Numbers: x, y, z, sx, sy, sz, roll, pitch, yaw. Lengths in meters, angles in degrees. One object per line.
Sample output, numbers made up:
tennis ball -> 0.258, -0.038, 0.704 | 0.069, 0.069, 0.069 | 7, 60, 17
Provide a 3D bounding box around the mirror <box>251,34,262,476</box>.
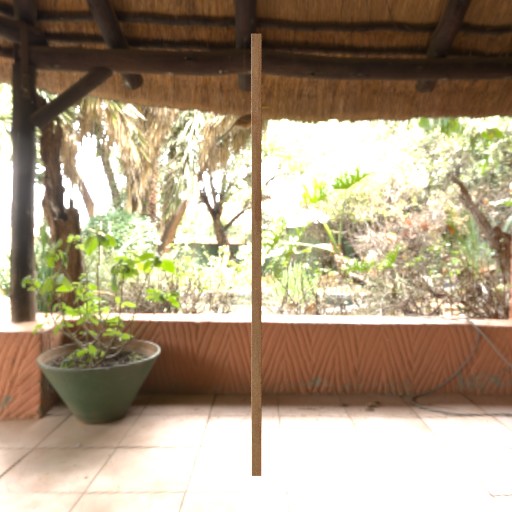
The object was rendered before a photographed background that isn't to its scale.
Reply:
mirror -> 0.000, 0.000, 1.200 | 0.020, 0.800, 0.800 | 0, -1, 0
